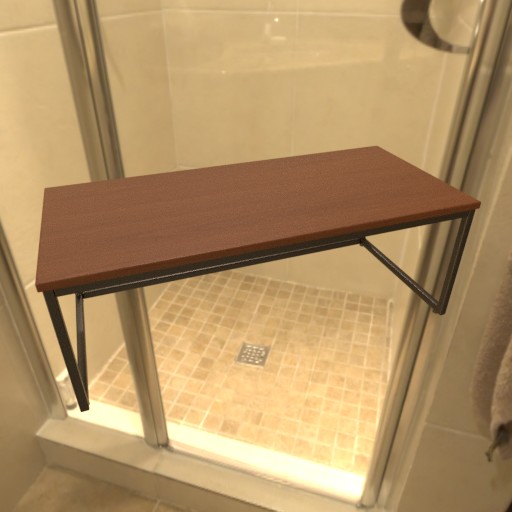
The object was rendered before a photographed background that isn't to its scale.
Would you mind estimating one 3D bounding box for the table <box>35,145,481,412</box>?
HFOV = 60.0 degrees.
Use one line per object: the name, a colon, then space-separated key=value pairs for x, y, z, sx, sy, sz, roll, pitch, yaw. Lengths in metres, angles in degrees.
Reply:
table: x=0.000 y=0.000 z=1.328 sx=1.100 sy=0.400 sz=0.500 roll=-11 pitch=34 yaw=-17
